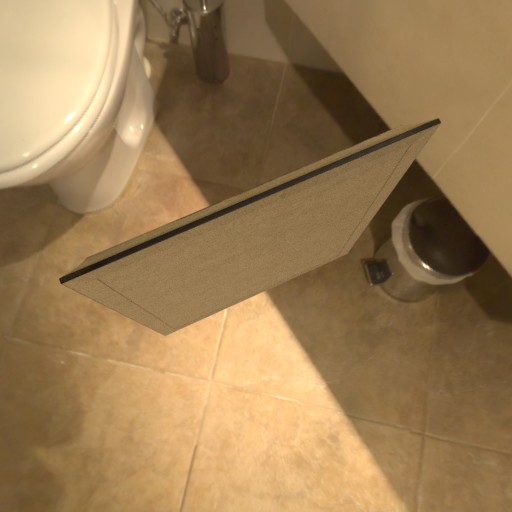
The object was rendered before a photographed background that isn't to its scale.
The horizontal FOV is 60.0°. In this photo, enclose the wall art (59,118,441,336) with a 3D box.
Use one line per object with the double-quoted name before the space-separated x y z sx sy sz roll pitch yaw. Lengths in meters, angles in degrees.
"wall art" 0.000 0.000 0.626 0.381 0.457 0.023 -24 76 -7
